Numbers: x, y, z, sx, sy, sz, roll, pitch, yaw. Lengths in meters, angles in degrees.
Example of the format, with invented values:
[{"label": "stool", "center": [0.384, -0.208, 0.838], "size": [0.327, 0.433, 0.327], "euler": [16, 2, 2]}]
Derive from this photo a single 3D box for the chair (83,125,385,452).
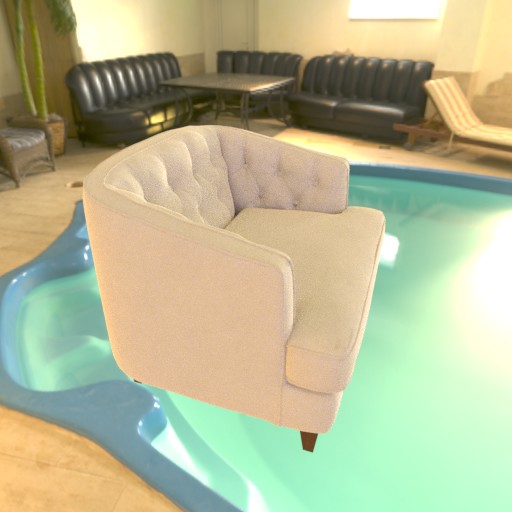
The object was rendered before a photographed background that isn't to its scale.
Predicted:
[{"label": "chair", "center": [0.000, 0.000, 1.772], "size": [0.941, 0.852, 1.104], "euler": [10, 30, 17]}]
